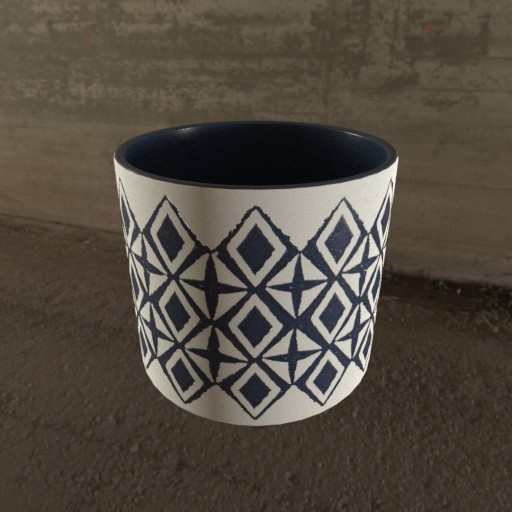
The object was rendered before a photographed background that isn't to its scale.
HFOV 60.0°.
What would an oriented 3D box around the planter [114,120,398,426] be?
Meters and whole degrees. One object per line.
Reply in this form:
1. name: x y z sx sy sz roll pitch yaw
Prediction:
1. planter: 0.000 0.000 0.288 0.159 0.144 0.159 0 27 0
